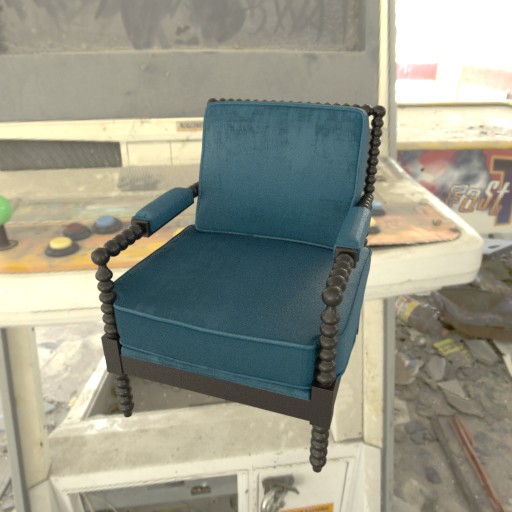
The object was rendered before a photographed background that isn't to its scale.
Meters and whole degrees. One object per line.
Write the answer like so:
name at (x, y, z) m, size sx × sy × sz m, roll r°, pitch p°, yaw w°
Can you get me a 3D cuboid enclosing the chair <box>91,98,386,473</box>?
chair at (0.000, 0.000, 1.397) m, size 0.688 × 0.857 × 0.805 m, roll 9°, pitch 27°, yaw 17°
